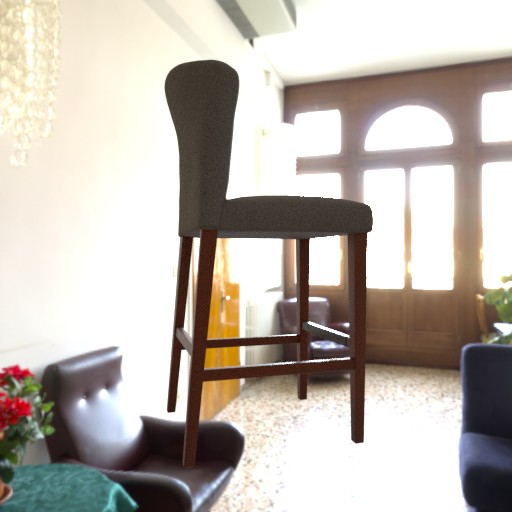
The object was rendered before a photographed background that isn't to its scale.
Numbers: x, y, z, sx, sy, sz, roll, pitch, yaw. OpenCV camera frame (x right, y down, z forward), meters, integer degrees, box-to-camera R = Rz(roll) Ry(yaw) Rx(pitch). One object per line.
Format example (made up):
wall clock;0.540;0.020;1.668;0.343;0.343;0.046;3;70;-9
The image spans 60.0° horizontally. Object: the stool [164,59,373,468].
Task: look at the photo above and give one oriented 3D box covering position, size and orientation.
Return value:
stool;0.000;0.000;1.400;0.568;1.069;0.481;0;0;-17
